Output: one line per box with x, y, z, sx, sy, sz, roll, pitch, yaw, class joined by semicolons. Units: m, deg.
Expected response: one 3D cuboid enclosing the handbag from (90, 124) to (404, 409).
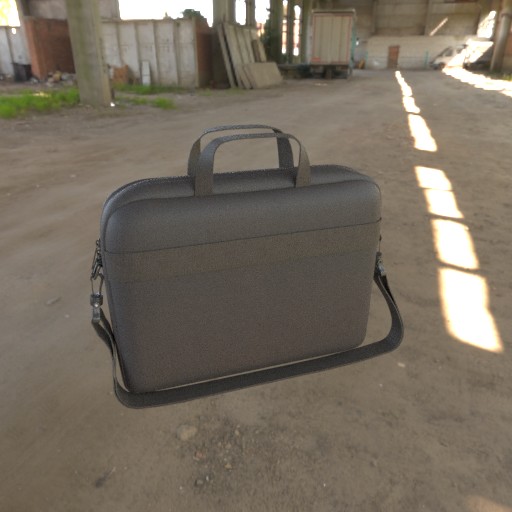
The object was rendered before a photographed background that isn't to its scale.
0.000;0.000;0.590;0.429;0.330;0.126;-8;26;-16;handbag
